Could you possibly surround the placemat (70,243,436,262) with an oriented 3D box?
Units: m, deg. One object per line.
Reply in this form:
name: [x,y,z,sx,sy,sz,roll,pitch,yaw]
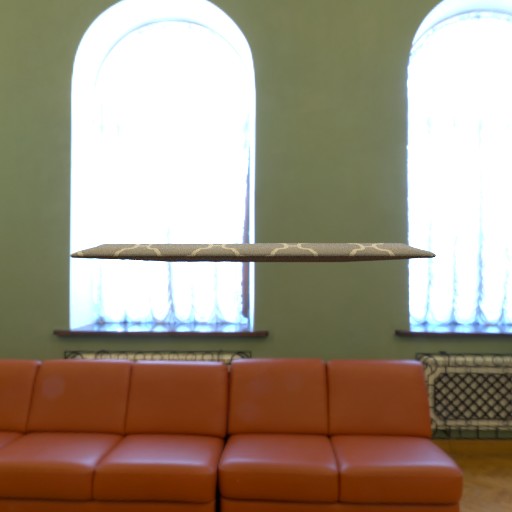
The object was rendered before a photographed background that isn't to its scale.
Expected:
placemat: [0.000,0.000,0.963,0.508,0.021,0.762,0,-1,1]
